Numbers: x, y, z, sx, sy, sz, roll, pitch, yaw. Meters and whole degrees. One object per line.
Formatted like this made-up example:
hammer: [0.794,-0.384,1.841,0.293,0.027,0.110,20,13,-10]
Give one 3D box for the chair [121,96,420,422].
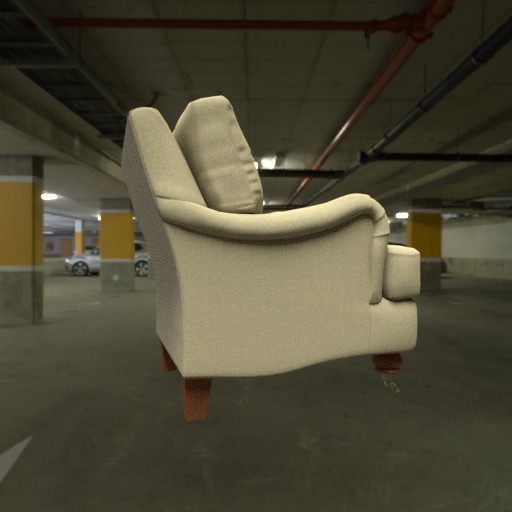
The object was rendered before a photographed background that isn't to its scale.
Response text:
chair: [0.000,0.000,1.885,1.078,1.076,0.895,0,1,-18]
